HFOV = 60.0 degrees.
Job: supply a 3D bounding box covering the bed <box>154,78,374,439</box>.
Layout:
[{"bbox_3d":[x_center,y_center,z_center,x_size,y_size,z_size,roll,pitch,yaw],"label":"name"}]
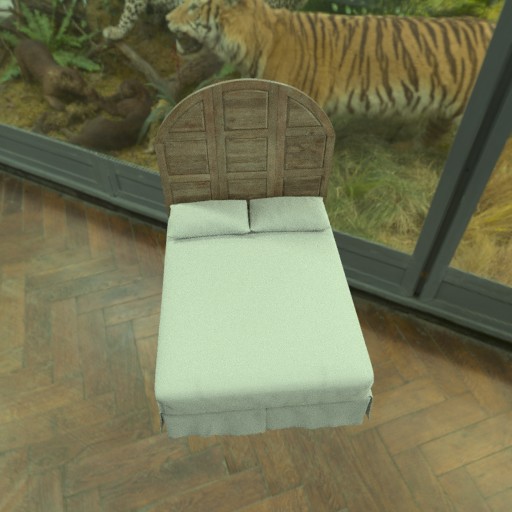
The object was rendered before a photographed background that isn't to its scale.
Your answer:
[{"bbox_3d":[0.000,0.000,3.586,1.713,2.002,2.112,-3,46,-3],"label":"bed"}]
